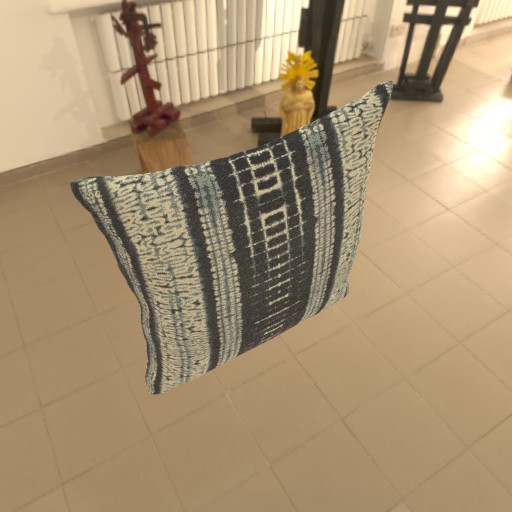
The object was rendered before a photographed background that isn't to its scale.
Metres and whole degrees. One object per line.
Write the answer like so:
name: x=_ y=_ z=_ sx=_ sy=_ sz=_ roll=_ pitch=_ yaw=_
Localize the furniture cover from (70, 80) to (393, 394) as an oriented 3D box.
furniture cover: x=0.000 y=0.000 z=0.662 sx=0.425 sy=0.435 sz=0.133 roll=-24 pitch=51 yaw=-21
